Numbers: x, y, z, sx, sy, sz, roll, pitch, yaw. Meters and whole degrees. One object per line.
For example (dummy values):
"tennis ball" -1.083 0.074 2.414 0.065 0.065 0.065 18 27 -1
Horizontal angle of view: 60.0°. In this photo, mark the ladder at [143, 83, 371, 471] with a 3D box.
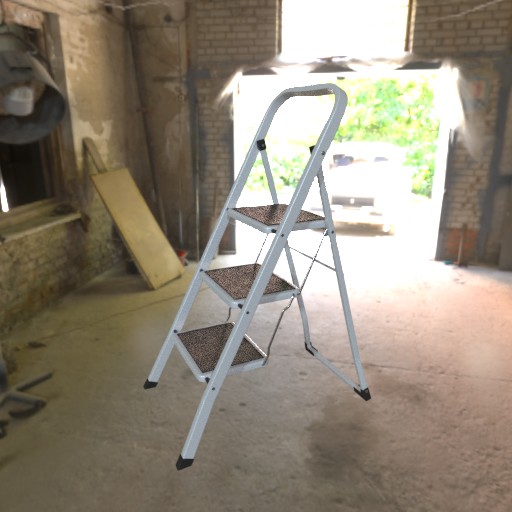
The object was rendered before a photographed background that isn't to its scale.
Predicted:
"ladder" 0.000 0.000 1.441 0.711 1.050 0.460 -8 19 -24
